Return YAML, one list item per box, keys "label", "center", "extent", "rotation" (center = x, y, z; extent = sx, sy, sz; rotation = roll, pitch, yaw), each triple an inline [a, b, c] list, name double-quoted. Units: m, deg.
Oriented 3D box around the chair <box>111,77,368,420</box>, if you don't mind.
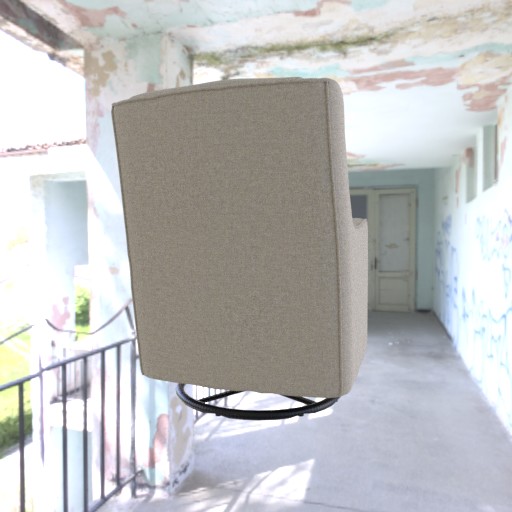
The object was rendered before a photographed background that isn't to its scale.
- label: "chair"
  center: [0.000, 0.000, 1.600]
  extent: [0.732, 0.993, 0.879]
  rotation: [1, 2, 18]
